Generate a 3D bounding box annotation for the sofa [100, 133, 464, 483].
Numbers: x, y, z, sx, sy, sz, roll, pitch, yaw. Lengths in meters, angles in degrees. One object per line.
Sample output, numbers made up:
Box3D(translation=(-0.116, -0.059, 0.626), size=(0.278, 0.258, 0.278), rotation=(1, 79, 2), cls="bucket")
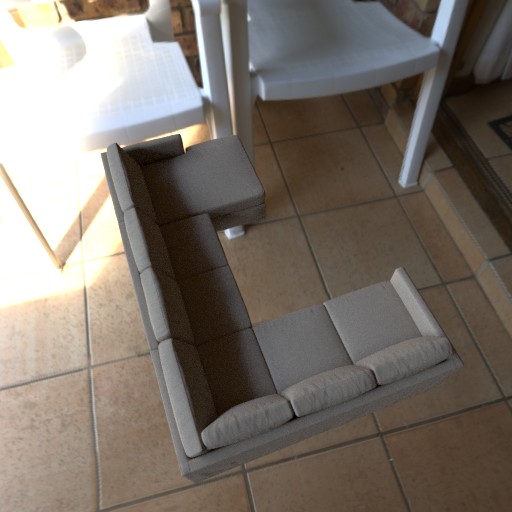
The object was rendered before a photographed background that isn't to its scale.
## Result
Box3D(translation=(0.000, 0.000, 4.491), size=(2.427, 0.882, 3.460), rotation=(-18, 60, -10), cls="sofa")
